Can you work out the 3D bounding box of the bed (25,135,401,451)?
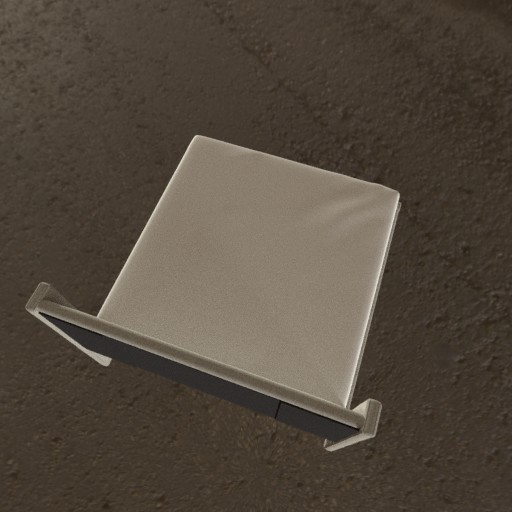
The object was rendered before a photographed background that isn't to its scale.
[{"bbox_3d":[0.000,0.000,3.615,2.140,1.470,2.280,18,65,9],"label":"bed"}]
